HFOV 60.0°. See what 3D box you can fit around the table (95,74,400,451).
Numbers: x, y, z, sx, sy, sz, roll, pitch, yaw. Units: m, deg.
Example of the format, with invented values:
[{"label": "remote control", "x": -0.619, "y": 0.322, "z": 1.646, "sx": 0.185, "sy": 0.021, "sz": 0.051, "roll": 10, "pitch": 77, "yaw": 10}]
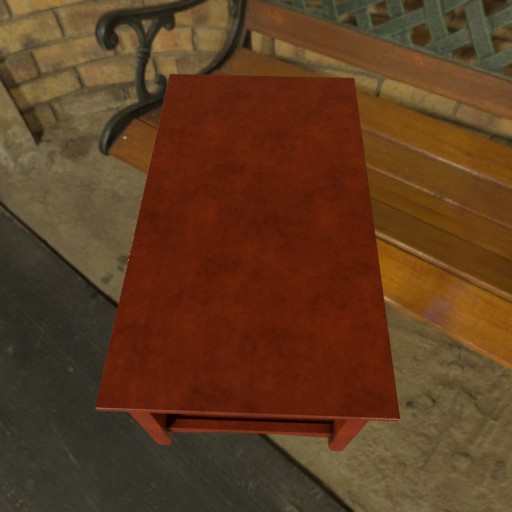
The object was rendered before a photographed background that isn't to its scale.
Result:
[{"label": "table", "x": 0.000, "y": 0.000, "z": 1.213, "sx": 0.533, "sy": 0.456, "sz": 0.943, "roll": 2, "pitch": 57, "yaw": 1}]
